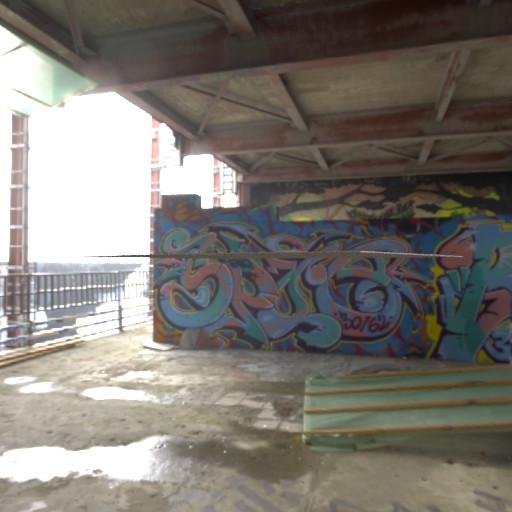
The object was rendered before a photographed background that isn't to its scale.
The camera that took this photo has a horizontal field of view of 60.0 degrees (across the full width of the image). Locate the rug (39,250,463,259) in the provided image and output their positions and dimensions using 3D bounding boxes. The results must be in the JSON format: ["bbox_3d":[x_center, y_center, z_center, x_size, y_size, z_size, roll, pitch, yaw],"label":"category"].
[{"bbox_3d":[0.000,0.000,4.082,3.051,0.021,2.448,-1,-1,36],"label":"rug"}]
